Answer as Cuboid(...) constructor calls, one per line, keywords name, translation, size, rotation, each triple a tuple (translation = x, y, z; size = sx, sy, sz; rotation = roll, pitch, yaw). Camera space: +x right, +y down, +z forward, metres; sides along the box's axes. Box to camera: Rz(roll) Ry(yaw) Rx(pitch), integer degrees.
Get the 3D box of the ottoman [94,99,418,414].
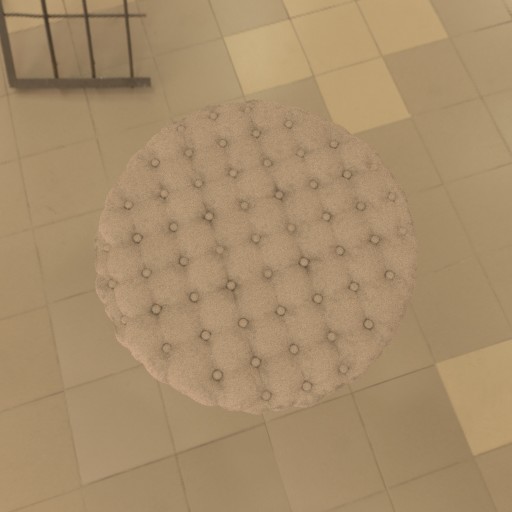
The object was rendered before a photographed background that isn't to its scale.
Cuboid(name="ottoman", translation=(0.000, 0.000, 1.494), size=(0.998, 0.399, 0.998), rotation=(0, 74, 0))
